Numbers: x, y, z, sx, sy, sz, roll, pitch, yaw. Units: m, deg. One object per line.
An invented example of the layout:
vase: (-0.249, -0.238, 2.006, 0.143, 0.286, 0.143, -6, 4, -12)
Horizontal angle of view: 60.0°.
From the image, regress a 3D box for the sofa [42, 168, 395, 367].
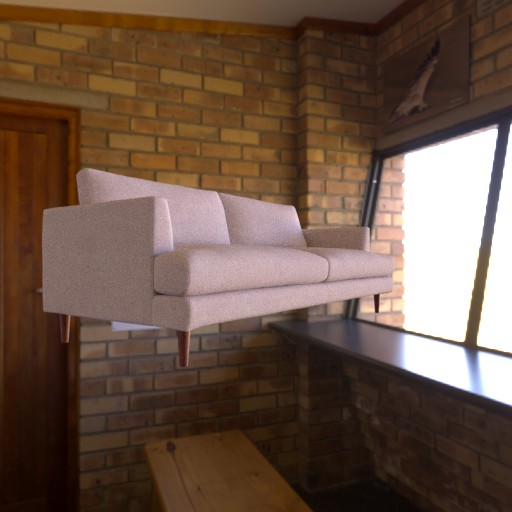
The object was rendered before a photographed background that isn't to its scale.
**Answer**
sofa: (0.000, 0.000, 2.800, 1.020, 0.868, 2.250, 0, 0, 36)
